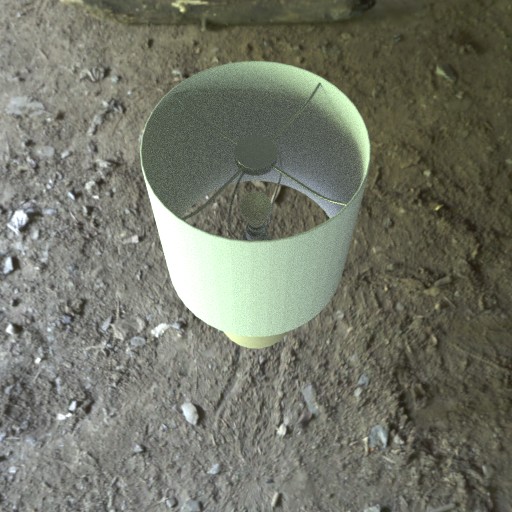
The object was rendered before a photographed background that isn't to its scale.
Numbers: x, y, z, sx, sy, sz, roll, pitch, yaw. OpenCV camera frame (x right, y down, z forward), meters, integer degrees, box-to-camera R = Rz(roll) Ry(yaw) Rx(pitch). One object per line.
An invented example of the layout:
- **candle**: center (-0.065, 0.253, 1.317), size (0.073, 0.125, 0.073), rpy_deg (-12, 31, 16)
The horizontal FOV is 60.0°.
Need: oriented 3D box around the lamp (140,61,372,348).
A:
- **lamp**: center (0.000, 0.000, 0.481), size (0.186, 0.369, 0.186), rpy_deg (0, 64, 0)
